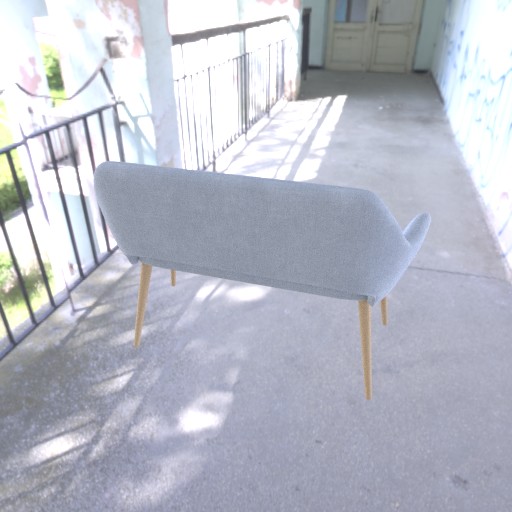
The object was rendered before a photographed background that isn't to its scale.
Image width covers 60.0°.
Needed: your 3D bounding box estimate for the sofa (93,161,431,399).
[{"bbox_3d":[0.000,0.000,1.637,1.150,0.840,0.610,9,32,14],"label":"sofa"}]
